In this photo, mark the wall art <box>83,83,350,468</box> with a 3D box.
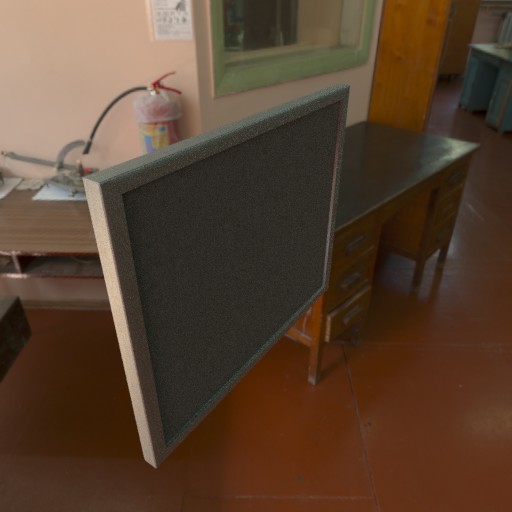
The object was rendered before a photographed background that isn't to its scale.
[{"bbox_3d":[0.000,0.000,0.740,0.028,0.457,0.556,21,37,29],"label":"wall art"}]
